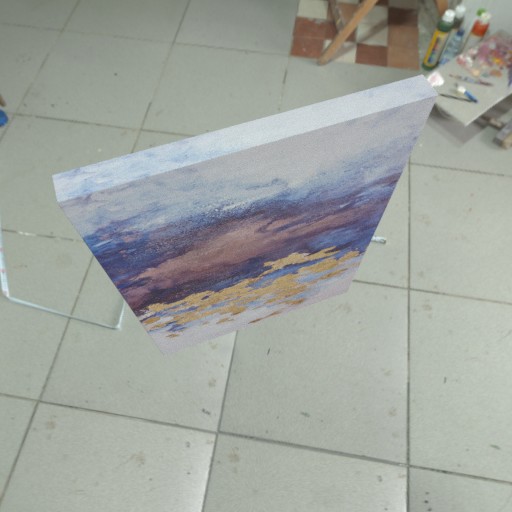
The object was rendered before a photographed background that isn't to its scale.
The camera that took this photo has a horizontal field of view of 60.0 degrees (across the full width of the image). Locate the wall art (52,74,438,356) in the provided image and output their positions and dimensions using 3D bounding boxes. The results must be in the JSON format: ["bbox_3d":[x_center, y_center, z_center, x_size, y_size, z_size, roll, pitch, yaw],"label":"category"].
[{"bbox_3d":[0.000,0.000,0.742,0.437,0.581,0.036,-18,64,-9],"label":"wall art"}]
